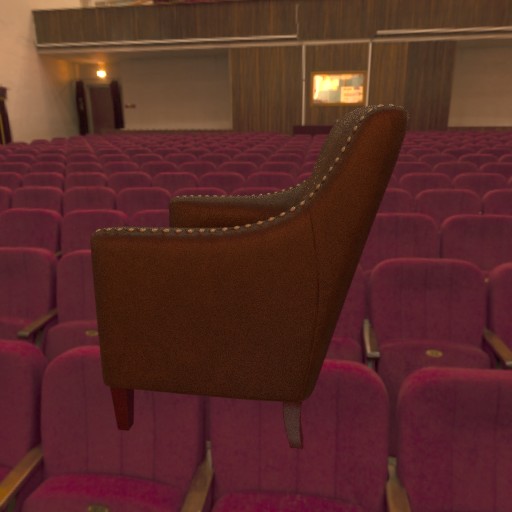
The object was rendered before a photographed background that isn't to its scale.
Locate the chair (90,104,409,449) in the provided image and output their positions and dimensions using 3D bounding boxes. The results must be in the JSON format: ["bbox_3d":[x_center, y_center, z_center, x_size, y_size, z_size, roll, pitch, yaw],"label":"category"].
[{"bbox_3d":[0.000,0.000,1.284,0.704,0.813,0.639,2,15,8],"label":"chair"}]
